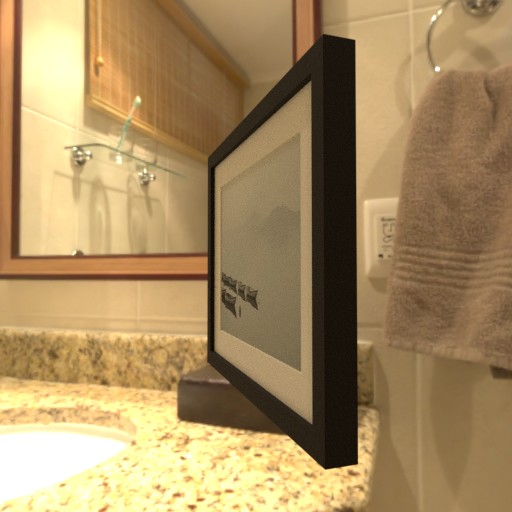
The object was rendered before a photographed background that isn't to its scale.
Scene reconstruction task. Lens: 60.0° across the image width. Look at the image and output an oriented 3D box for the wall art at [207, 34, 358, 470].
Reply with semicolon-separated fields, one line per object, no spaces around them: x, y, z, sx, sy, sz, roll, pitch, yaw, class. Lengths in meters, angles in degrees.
0.000;0.000;0.522;0.028;0.325;0.397;1;-2;-19;wall art
